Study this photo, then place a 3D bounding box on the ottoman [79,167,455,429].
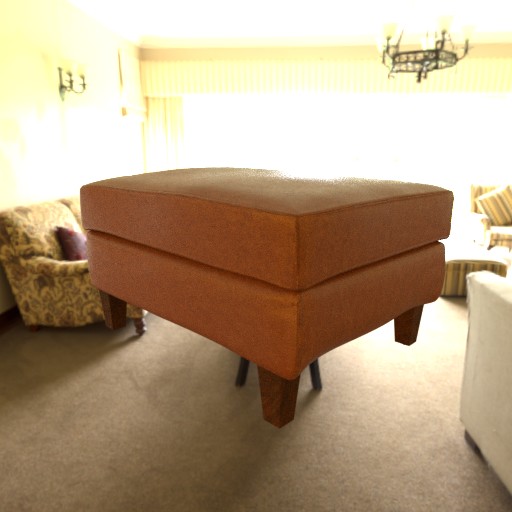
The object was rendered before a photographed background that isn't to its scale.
[{"bbox_3d":[0.000,0.000,1.253,0.650,0.485,0.851,-13,19,-43],"label":"ottoman"}]
